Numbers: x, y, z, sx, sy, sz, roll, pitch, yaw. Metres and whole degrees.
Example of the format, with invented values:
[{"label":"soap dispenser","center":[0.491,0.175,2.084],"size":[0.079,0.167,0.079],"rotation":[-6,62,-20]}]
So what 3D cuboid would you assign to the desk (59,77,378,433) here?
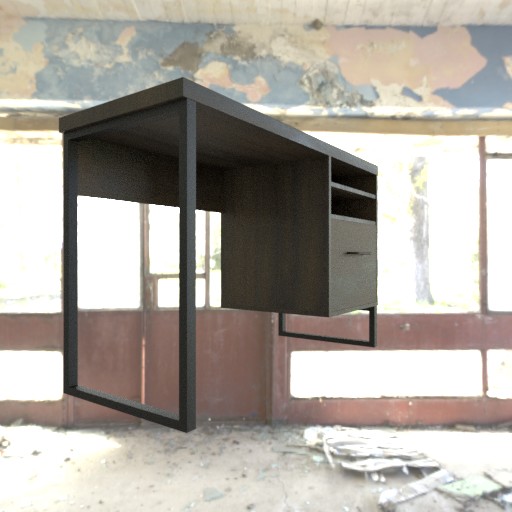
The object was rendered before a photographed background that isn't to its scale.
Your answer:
[{"label":"desk","center":[0.000,0.000,1.519],"size":[0.511,0.752,1.134],"rotation":[0,0,36]}]
